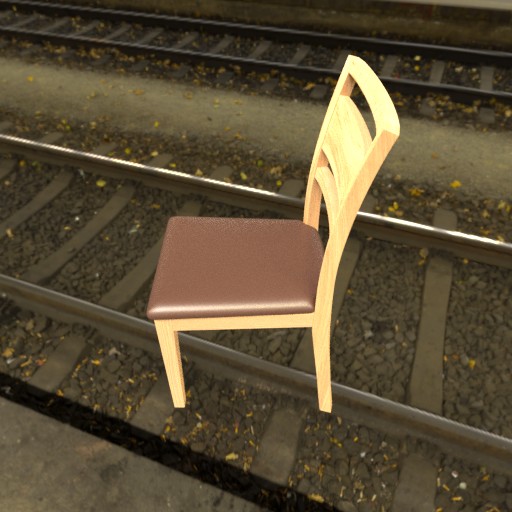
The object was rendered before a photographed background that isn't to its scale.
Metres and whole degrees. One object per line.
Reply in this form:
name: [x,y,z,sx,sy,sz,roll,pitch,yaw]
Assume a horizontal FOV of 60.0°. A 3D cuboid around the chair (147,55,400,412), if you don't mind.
chair: [0.000,0.000,1.226,0.545,0.940,0.420,0,42,0]
